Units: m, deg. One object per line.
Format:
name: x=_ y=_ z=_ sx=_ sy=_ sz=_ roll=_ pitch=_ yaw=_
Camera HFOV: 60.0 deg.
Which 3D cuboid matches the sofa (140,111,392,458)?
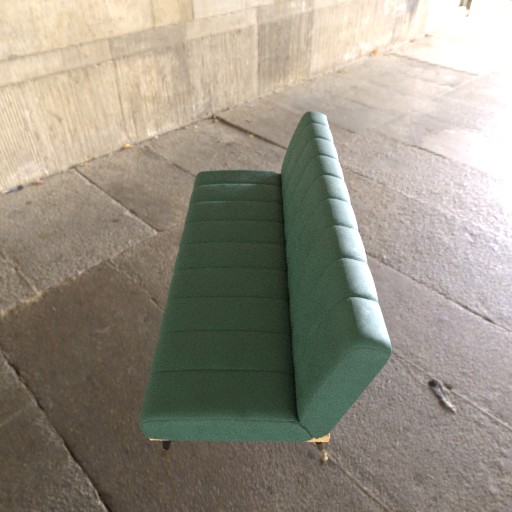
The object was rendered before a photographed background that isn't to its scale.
sofa: x=0.000 y=0.000 z=2.232 sx=0.830 sy=0.820 sz=1.810 roll=0 pitch=39 yaw=0
